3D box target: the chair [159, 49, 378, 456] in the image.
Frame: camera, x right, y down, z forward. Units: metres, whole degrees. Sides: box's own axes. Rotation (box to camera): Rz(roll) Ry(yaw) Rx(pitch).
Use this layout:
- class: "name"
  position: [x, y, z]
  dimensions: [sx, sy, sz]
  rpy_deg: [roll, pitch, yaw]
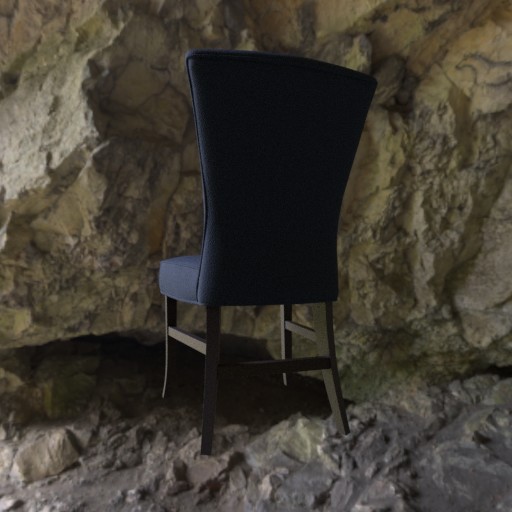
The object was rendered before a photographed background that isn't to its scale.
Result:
- class: "chair"
  position: [0.000, 0.000, 1.355]
  dimensions: [0.520, 0.991, 0.660]
  rpy_deg: [0, 0, -19]
